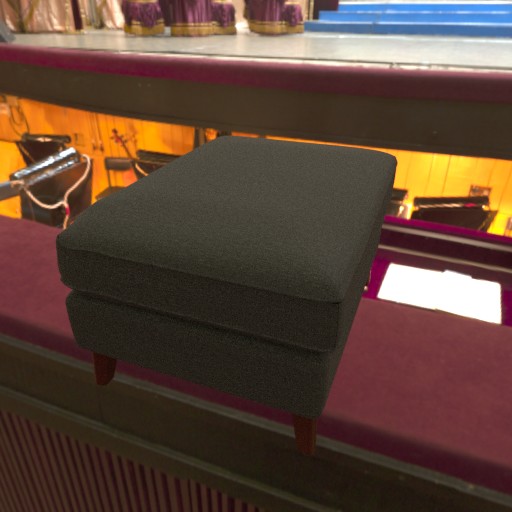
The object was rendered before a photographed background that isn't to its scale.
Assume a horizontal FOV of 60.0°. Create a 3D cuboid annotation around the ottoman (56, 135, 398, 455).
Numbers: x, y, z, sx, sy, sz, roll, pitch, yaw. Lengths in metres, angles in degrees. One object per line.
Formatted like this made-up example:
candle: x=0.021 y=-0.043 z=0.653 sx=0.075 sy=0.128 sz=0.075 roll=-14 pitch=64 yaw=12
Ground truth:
ottoman: x=0.000 y=0.000 z=1.238 sx=0.629 sy=0.503 sz=0.835 roll=11 pitch=31 yaw=19
